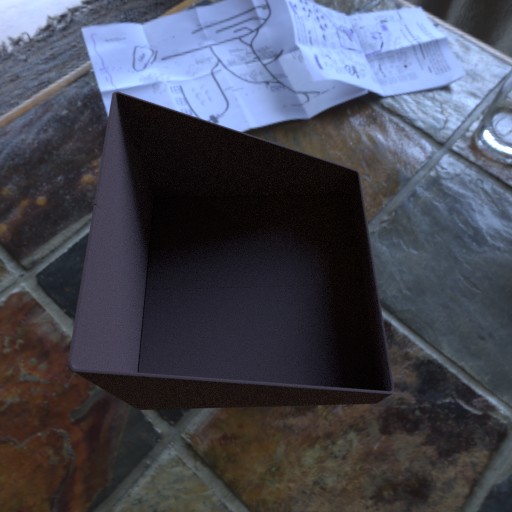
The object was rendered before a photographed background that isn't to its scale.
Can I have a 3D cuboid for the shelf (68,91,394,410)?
[{"bbox_3d":[0.000,0.000,0.493,0.292,0.210,0.292,-1,63,-1],"label":"shelf"}]
